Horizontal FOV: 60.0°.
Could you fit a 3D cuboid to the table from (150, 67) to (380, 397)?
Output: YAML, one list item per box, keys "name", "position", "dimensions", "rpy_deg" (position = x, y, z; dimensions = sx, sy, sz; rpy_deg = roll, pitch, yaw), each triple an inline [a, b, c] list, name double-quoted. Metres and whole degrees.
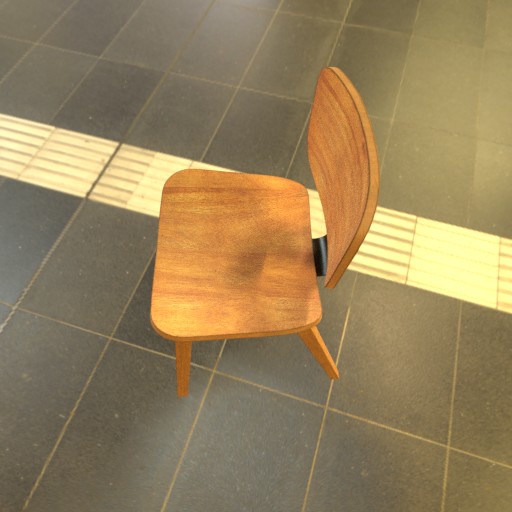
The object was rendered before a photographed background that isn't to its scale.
- name: "table"
  position: [0.000, 0.000, 1.125]
  dimensions: [0.500, 0.805, 0.499]
  rpy_deg: [-2, 59, -1]
